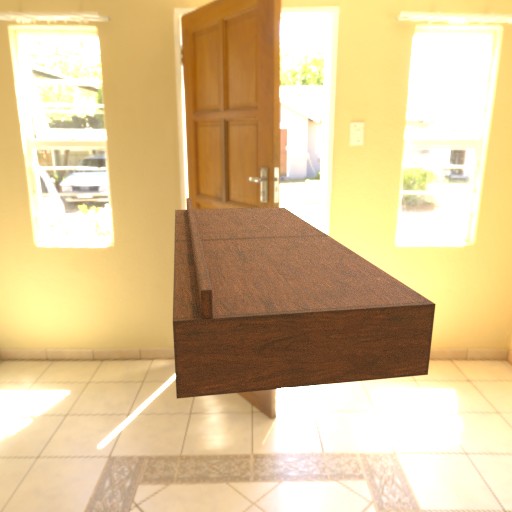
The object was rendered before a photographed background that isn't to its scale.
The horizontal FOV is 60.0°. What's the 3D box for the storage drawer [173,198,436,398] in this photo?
[{"bbox_3d":[0.000,0.000,2.162,0.774,0.339,1.914,-3,15,-9],"label":"storage drawer"}]
